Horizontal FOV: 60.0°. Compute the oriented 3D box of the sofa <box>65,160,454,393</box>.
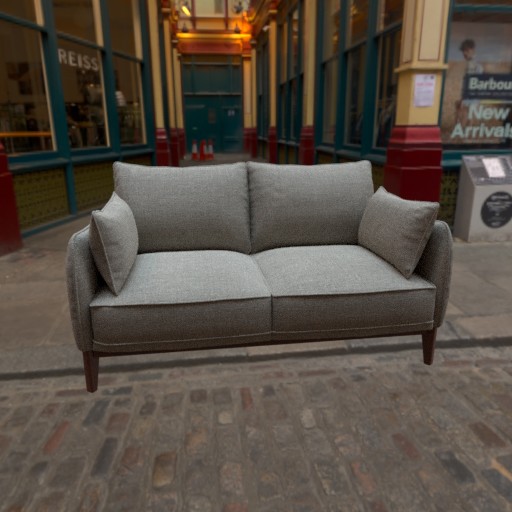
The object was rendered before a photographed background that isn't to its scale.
[{"bbox_3d":[0.000,0.000,2.146,1.580,0.851,0.972,-2,17,-8],"label":"sofa"}]
